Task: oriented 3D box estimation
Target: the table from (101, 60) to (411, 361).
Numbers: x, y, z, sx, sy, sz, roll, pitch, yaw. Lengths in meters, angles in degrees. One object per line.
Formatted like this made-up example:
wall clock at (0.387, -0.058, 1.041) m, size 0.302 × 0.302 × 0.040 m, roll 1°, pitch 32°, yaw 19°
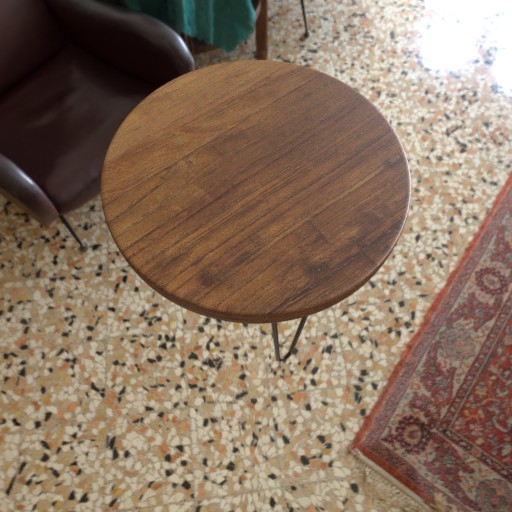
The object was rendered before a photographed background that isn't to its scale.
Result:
table at (0.000, 0.000, 0.806) m, size 0.400 × 0.520 × 0.400 m, roll 0°, pitch 64°, yaw 0°
